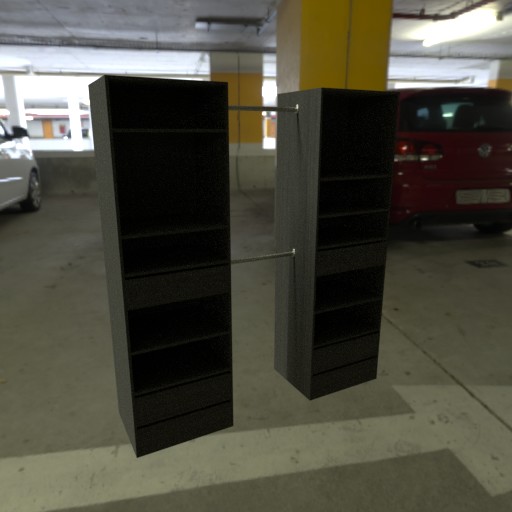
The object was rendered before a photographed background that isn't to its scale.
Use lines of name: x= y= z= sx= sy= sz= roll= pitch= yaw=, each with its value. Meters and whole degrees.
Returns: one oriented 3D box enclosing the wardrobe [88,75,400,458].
wardrobe: x=0.000 y=0.000 z=2.821 sx=1.770 sy=2.000 sz=0.480 roll=-8 pitch=17 yaw=-27
